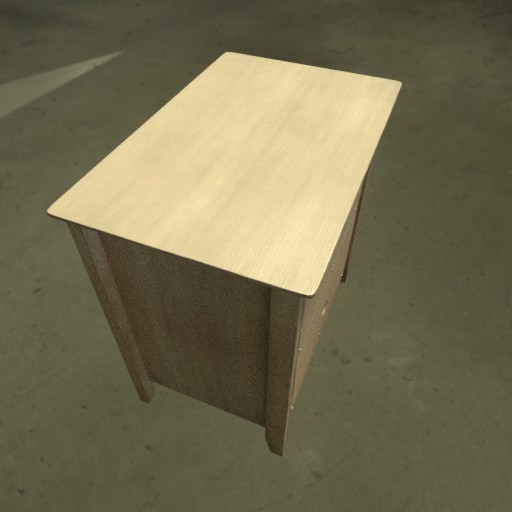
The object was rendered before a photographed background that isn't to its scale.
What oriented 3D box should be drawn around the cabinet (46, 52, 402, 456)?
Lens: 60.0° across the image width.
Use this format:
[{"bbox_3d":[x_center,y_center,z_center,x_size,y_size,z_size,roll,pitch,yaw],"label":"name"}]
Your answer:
[{"bbox_3d":[0.000,0.000,1.238,0.503,0.762,0.763,17,49,15],"label":"cabinet"}]
